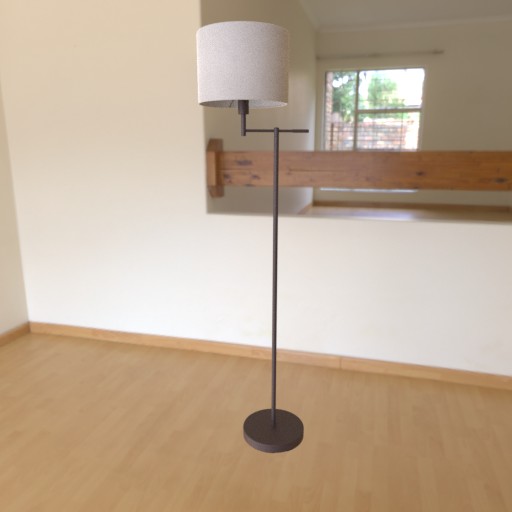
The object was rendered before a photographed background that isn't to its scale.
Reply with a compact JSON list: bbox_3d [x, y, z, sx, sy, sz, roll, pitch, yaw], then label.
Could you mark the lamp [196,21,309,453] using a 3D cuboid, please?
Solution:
[{"bbox_3d":[0.000,0.000,1.743,0.416,1.600,0.324,-2,14,-9],"label":"lamp"}]
